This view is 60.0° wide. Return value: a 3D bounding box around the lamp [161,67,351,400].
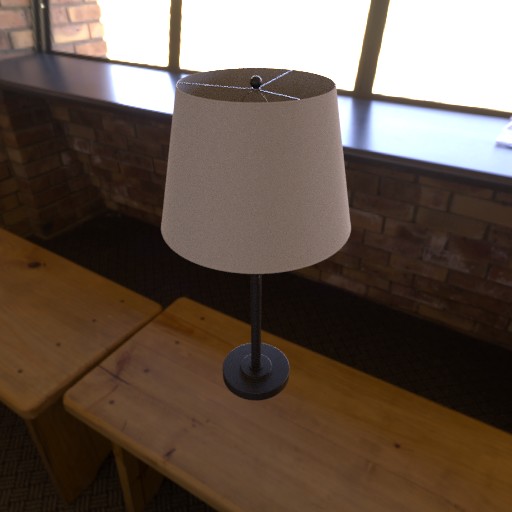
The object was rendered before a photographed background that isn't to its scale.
[{"bbox_3d":[0.000,0.000,0.907,0.363,0.696,0.363,0,33,0],"label":"lamp"}]
